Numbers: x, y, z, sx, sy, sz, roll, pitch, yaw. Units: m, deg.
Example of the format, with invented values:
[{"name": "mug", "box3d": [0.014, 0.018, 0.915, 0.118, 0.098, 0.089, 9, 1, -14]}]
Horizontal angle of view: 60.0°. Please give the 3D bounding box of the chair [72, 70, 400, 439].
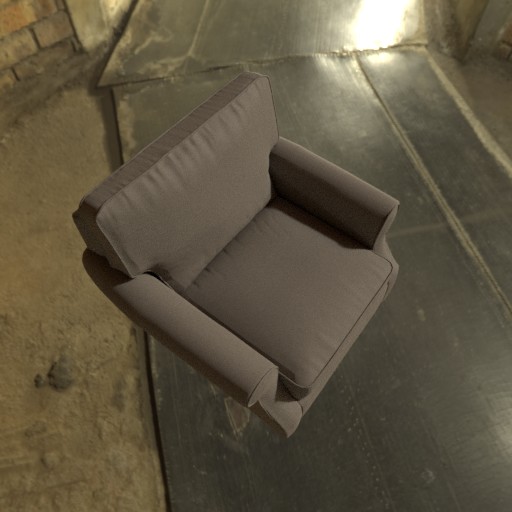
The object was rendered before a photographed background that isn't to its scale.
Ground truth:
[{"name": "chair", "box3d": [0.000, 0.000, 1.768, 0.966, 0.967, 1.029, 33, 63, 19]}]
